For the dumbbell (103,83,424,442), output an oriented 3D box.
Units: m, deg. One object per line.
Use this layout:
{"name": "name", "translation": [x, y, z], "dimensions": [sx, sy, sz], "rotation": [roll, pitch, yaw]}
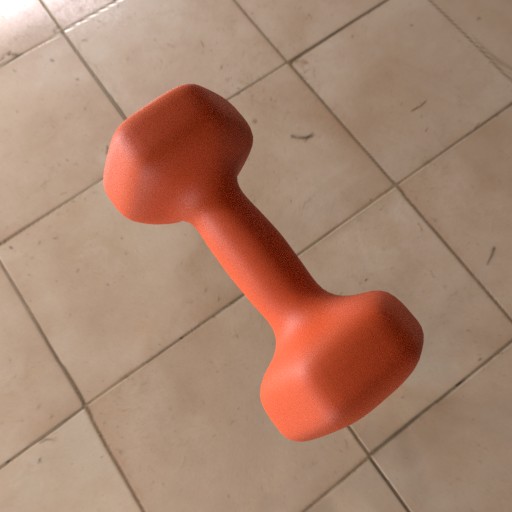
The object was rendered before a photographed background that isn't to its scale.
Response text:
{"name": "dumbbell", "translation": [0.000, 0.000, 0.206], "dimensions": [0.079, 0.071, 0.162], "rotation": [-36, 78, -9]}
